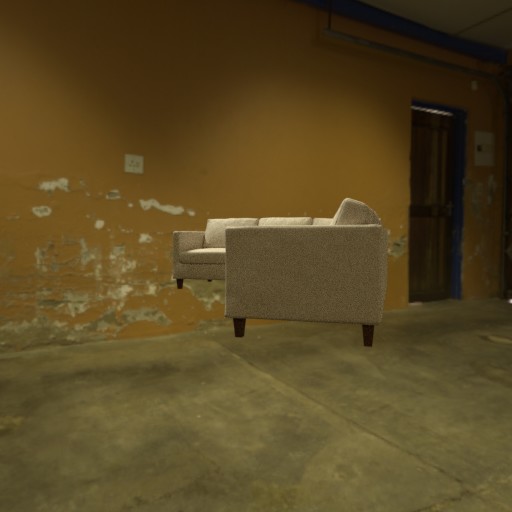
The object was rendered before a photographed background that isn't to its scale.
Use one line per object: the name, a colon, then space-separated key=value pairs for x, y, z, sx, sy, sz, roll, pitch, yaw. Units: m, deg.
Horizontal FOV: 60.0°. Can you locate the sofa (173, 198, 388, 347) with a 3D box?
sofa: x=0.000 y=0.000 z=4.297 sx=2.432 sy=0.863 sz=3.182 roll=1 pitch=3 yaw=17
